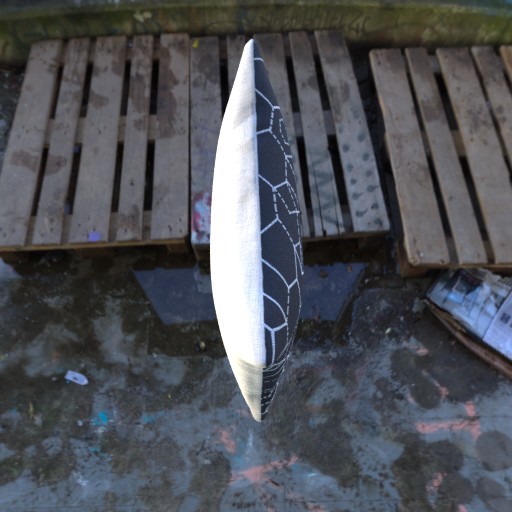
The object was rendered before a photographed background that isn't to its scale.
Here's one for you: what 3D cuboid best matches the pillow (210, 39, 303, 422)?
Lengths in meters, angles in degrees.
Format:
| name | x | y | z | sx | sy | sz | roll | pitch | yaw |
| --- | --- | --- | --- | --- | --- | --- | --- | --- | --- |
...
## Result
| name | x | y | z | sx | sy | sz | roll | pitch | yaw |
| --- | --- | --- | --- | --- | --- | --- | --- | --- | --- |
| pillow | 0.000 | 0.000 | 0.808 | 0.158 | 0.508 | 0.517 | -1 | 63 | -1 |
